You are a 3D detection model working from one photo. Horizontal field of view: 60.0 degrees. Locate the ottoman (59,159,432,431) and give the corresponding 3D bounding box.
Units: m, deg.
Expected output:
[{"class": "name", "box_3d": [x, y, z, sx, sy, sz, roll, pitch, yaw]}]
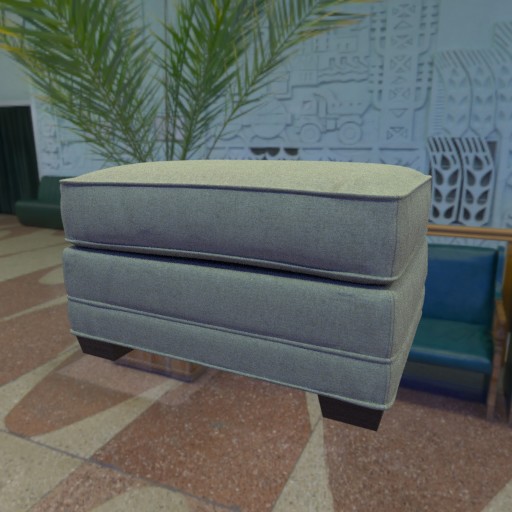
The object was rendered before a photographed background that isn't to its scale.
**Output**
[{"class": "ottoman", "box_3d": [0.000, 0.000, 1.206, 0.848, 0.508, 0.611, 7, 15, 25]}]
